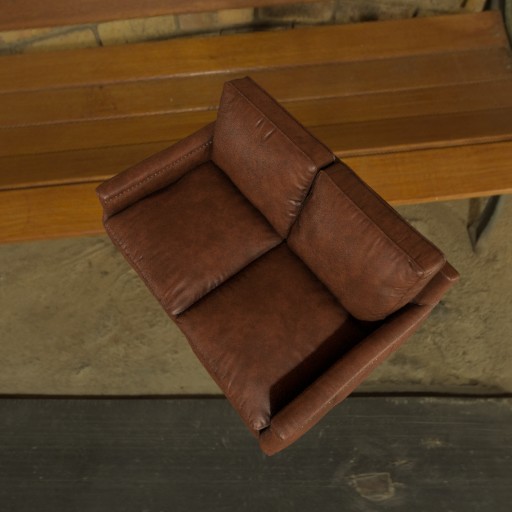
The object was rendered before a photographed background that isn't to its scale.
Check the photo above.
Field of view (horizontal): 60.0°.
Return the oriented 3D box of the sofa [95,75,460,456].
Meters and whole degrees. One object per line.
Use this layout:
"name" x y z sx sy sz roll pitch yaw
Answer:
"sofa" 0.000 0.000 2.323 1.083 1.003 1.628 -35 69 -16
